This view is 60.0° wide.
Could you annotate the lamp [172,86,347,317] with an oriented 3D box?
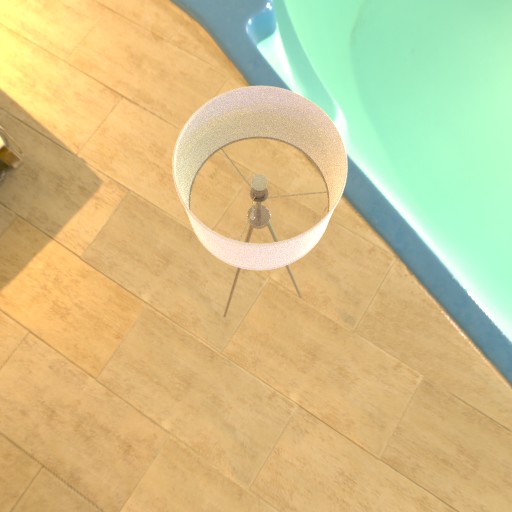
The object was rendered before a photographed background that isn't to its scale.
[{"bbox_3d":[0.000,0.000,1.770,0.448,1.545,0.458,38,78,9],"label":"lamp"}]
